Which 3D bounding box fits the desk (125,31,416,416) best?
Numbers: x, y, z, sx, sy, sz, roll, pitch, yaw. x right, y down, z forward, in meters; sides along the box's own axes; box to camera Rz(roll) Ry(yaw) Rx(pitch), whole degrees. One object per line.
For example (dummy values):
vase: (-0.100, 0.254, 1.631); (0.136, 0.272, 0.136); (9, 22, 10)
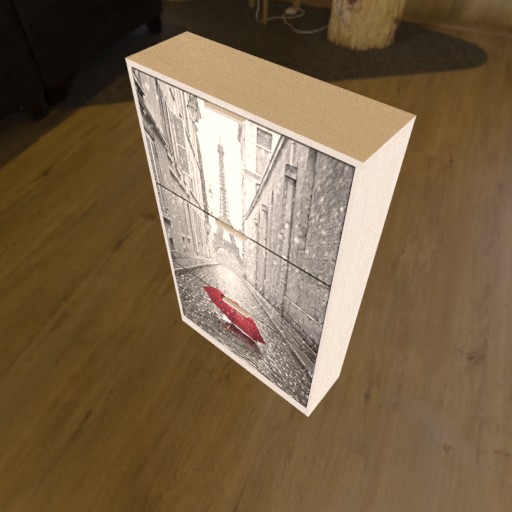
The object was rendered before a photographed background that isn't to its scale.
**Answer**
desk: (0.000, 0.000, 1.588); (0.750, 1.280, 0.250); (32, 55, 25)
